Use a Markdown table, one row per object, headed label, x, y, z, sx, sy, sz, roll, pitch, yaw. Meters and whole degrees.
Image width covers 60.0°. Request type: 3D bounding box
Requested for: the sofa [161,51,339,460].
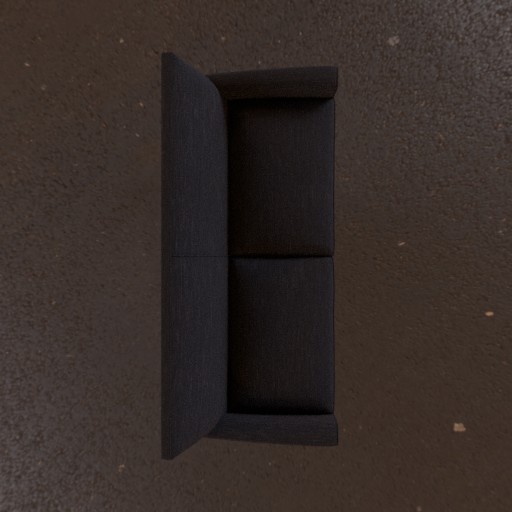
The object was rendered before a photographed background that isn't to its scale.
| label | x | y | z | sx | sy | sz | roll | pitch | yaw |
| --- | --- | --- | --- | --- | --- | --- | --- | --- | --- |
| sofa | 0.000 | 0.000 | 2.468 | 0.875 | 0.846 | 1.976 | 0 | 90 | 1 |
